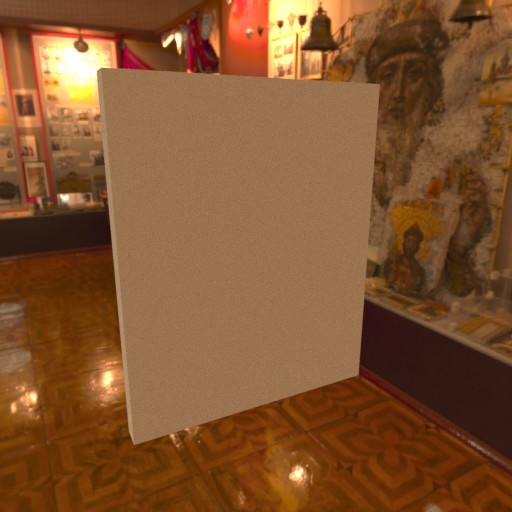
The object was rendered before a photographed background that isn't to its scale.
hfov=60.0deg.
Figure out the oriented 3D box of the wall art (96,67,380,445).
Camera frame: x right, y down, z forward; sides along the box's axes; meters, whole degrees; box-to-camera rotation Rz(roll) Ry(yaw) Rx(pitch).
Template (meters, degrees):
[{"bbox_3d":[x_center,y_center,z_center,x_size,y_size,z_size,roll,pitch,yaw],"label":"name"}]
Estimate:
[{"bbox_3d":[0.000,0.000,0.739,0.451,0.553,0.039,-8,18,-26],"label":"wall art"}]
